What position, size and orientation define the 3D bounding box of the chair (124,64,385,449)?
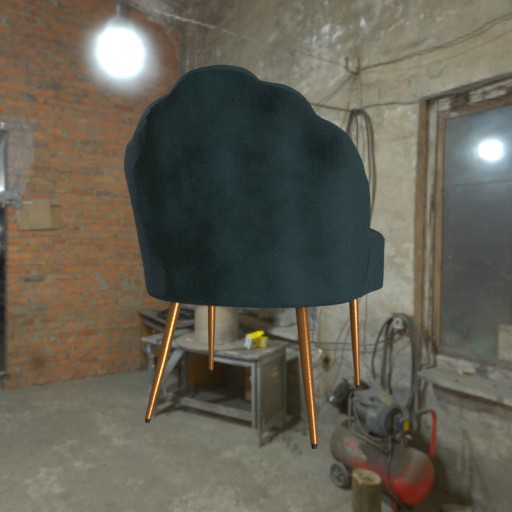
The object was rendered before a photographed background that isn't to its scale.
[{"bbox_3d":[0.000,0.000,1.217,0.657,0.819,0.599,1,2,20],"label":"chair"}]
